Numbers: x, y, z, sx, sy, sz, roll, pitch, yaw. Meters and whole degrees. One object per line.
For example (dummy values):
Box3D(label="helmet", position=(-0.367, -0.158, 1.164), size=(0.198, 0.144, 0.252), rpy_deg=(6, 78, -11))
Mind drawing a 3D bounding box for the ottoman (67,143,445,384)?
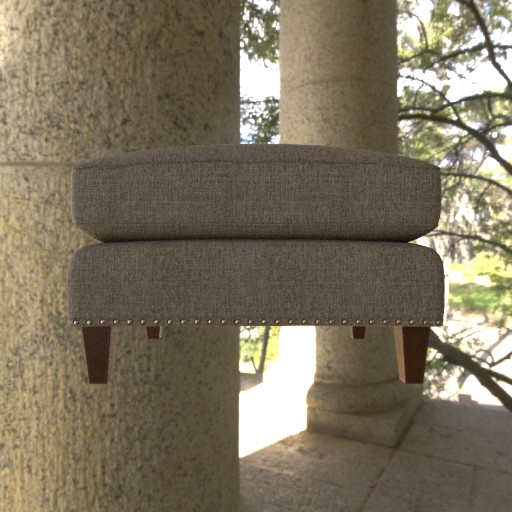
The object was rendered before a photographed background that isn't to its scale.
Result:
Box3D(label="ottoman", position=(0.000, 0.000, 1.144), size=(0.741, 0.513, 0.584), rpy_deg=(0, 0, 0))
